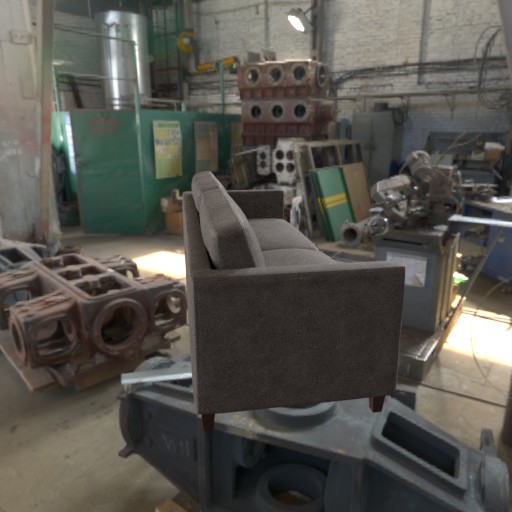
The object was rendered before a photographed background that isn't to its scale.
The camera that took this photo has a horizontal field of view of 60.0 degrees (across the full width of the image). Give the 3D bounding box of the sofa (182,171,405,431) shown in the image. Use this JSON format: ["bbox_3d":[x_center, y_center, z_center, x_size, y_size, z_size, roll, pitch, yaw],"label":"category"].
[{"bbox_3d":[0.000,0.000,3.011,0.951,0.965,2.434,-3,17,-9],"label":"sofa"}]
